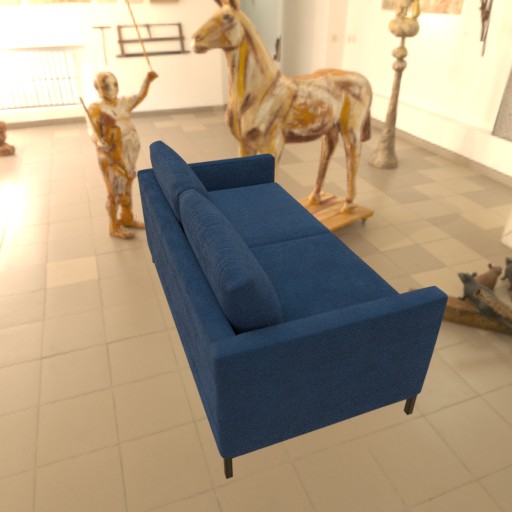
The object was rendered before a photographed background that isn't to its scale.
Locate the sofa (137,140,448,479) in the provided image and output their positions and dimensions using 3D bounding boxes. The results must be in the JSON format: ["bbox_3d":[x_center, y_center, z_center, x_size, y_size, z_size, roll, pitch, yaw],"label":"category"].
[{"bbox_3d":[0.000,0.000,2.180,0.875,0.817,1.676,-11,33,-18],"label":"sofa"}]
